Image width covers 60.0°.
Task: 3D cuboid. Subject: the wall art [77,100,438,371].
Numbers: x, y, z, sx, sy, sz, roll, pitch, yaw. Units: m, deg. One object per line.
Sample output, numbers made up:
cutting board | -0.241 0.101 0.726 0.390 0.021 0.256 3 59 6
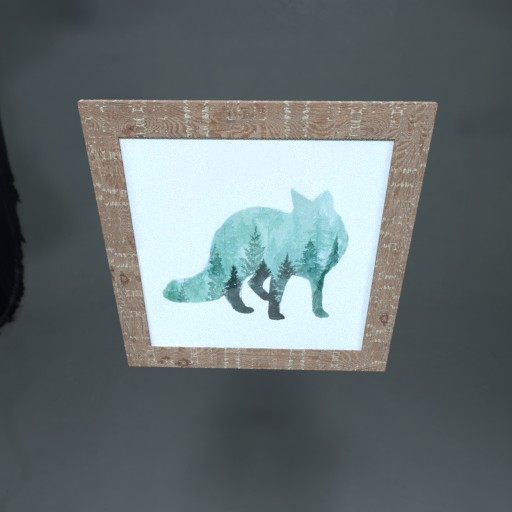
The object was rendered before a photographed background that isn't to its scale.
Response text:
wall art | 0.000 0.000 0.573 0.384 0.384 0.012 1 30 1
